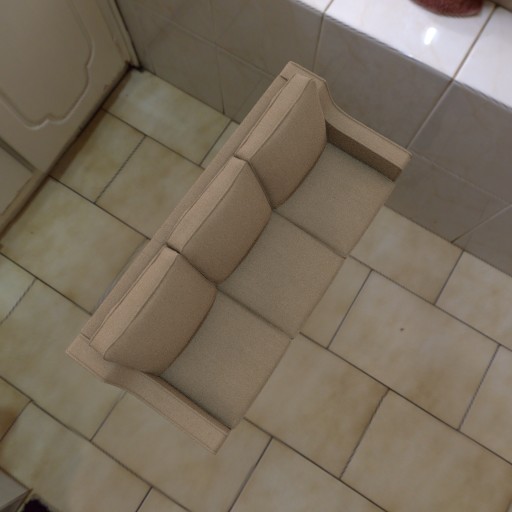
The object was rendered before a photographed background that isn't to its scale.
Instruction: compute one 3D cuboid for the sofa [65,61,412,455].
[{"bbox_3d":[0.000,0.000,2.612,0.911,0.974,1.986,34,79,8],"label":"sofa"}]
